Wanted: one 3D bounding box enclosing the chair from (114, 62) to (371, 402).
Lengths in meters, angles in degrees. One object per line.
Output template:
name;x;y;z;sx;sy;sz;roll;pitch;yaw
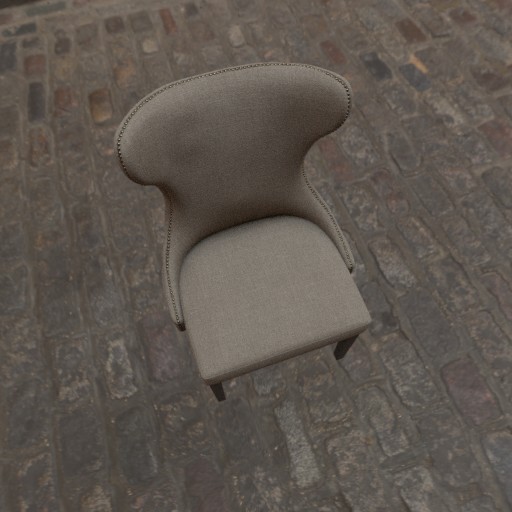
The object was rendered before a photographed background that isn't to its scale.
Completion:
chair;0.000;0.000;1.406;0.628;0.967;0.635;-17;64;-8
